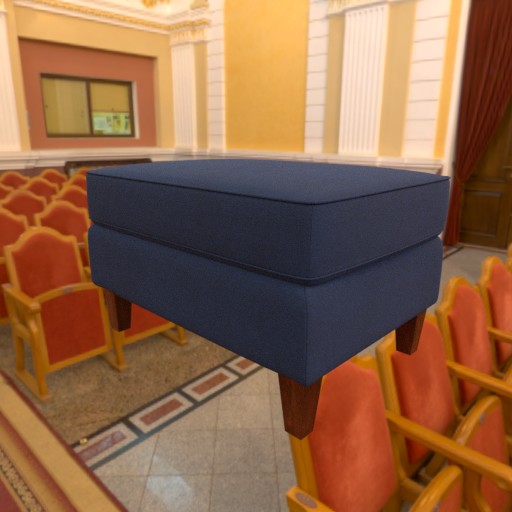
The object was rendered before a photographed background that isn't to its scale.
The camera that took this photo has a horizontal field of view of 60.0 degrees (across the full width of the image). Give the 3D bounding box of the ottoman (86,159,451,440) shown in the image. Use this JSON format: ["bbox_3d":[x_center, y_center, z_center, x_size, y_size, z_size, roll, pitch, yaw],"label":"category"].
[{"bbox_3d":[0.000,0.000,1.424,0.965,0.584,0.686,15,22,42],"label":"ottoman"}]
